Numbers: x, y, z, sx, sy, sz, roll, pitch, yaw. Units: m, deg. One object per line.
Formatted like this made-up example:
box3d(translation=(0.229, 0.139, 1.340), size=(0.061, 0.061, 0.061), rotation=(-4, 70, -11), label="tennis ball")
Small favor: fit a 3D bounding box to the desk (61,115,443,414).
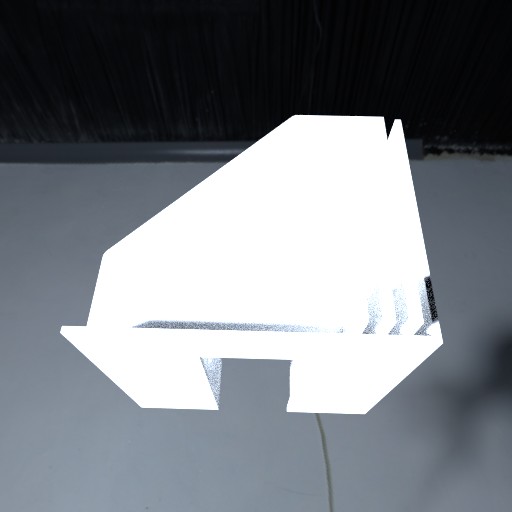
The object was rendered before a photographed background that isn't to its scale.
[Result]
box3d(translation=(0.000, 0.000, 1.679), size=(0.940, 0.986, 0.940), rotation=(1, 60, 1), label="desk")
